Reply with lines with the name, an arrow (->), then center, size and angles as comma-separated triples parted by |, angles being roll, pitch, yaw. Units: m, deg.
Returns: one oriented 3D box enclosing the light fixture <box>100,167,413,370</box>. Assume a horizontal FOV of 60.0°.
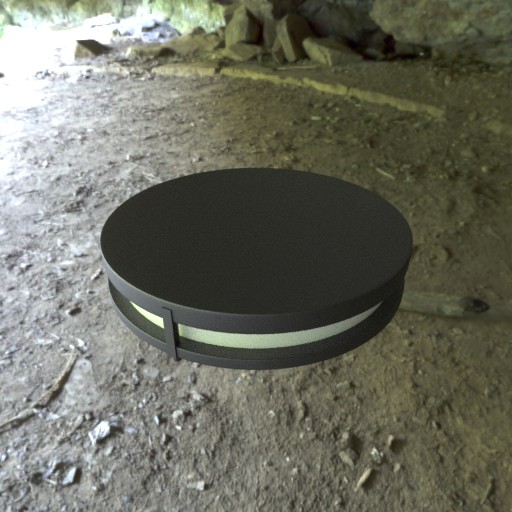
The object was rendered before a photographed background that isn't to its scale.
light fixture -> 0.000, 0.000, 0.549 | 0.356, 0.102, 0.356 | 0, 31, 0
